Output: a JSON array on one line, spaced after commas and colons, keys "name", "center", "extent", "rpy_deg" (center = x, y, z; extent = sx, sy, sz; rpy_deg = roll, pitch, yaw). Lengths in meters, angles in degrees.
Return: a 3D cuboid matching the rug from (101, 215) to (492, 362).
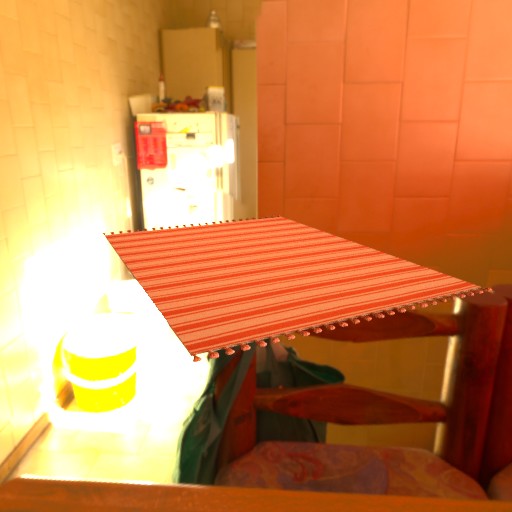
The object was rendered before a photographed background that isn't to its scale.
[{"name": "rug", "center": [0.000, 0.000, 4.374], "extent": [2.451, 0.035, 3.369], "rpy_deg": [-8, 18, -26]}]
